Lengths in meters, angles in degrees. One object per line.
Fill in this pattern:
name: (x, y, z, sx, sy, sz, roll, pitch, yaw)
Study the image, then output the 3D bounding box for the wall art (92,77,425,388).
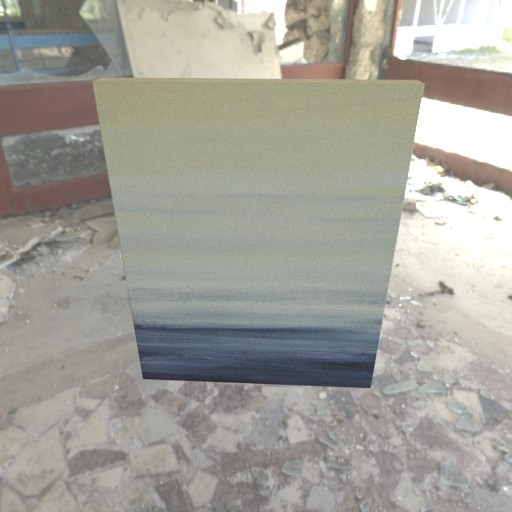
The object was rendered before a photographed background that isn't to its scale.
wall art: (0.000, 0.000, 0.818, 0.489, 0.608, 0.040, 2, 30, 3)
